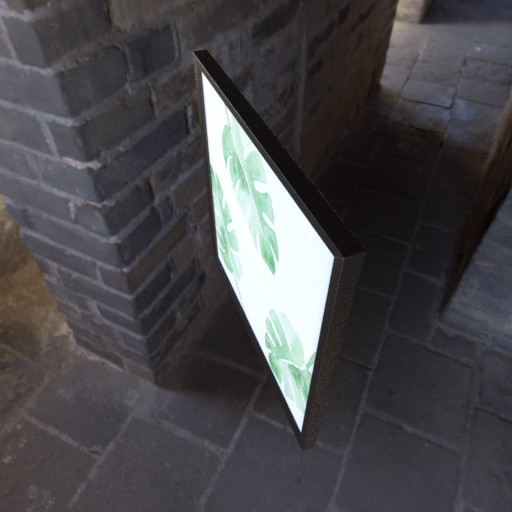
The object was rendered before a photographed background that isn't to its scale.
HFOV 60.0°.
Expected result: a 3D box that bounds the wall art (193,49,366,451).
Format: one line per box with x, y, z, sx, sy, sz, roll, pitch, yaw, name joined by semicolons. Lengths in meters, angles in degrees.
0.000;0.000;1.158;0.038;0.765;0.765;-16;49;-15;wall art
